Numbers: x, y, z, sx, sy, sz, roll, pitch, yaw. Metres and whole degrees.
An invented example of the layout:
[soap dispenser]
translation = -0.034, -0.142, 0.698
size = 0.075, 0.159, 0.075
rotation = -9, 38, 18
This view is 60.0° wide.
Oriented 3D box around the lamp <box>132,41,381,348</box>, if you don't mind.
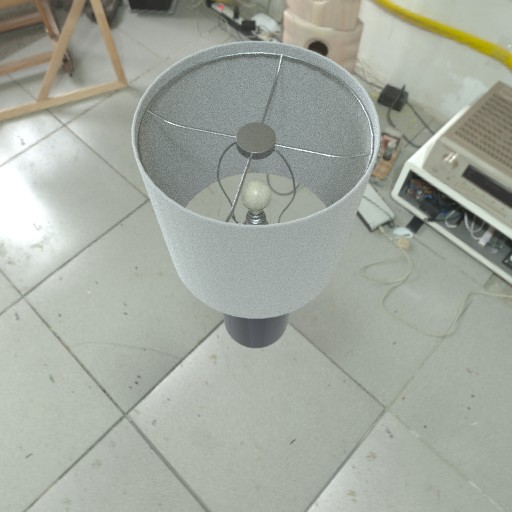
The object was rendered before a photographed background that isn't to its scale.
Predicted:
[lamp]
translation = 0.000, 0.000, 0.597
size = 0.212, 0.493, 0.212
rotation = 13, 63, 7
